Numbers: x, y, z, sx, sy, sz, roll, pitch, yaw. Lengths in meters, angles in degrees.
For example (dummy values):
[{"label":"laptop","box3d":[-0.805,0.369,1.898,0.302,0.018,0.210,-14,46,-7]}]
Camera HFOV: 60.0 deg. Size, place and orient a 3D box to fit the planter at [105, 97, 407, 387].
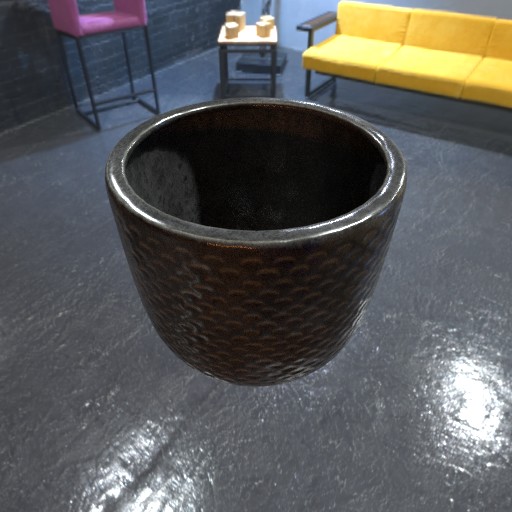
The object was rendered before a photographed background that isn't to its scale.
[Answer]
[{"label":"planter","box3d":[0.000,0.000,0.250,0.140,0.129,0.140,0,40,0]}]
